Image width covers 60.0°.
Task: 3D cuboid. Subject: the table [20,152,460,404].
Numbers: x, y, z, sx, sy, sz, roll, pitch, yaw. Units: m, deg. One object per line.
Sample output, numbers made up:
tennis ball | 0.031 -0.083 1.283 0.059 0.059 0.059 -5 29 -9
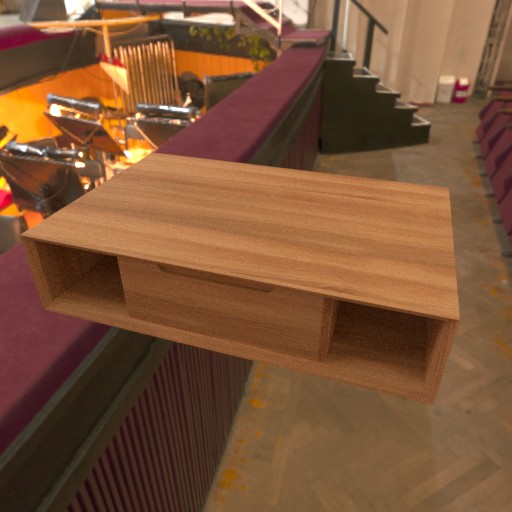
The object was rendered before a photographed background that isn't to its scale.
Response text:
table | 0.000 0.000 1.407 1.100 0.330 0.700 10 33 16
